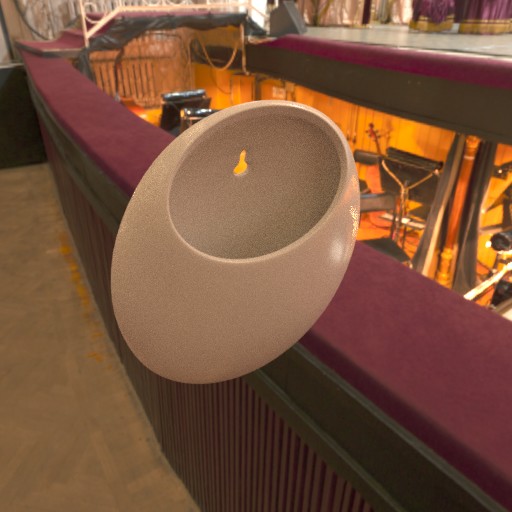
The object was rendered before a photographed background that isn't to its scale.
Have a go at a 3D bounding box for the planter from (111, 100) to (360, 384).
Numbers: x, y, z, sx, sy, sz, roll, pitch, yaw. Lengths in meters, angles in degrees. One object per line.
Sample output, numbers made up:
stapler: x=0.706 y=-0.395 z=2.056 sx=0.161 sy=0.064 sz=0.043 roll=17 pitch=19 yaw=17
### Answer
planter: x=0.000 y=0.000 z=0.280 sx=0.185 sy=0.188 sz=0.043 roll=-20 pitch=35 yaw=-31
